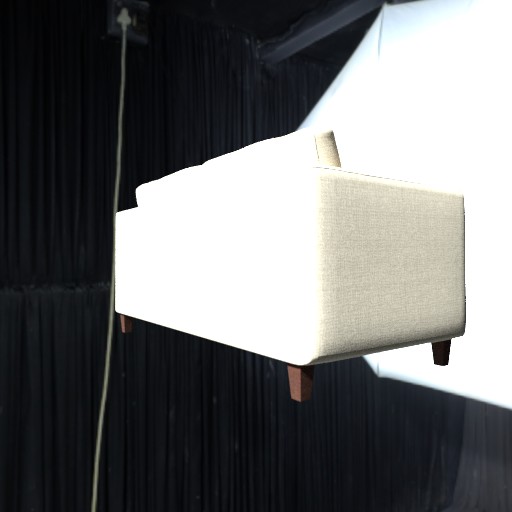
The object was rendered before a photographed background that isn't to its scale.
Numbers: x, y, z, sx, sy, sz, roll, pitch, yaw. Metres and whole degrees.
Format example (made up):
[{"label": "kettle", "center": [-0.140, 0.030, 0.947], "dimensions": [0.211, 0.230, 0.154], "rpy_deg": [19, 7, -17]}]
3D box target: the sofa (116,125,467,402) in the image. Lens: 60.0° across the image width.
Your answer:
[{"label": "sofa", "center": [0.000, 0.000, 2.388], "dimensions": [0.950, 0.963, 1.884], "rpy_deg": [0, -1, -36]}]
